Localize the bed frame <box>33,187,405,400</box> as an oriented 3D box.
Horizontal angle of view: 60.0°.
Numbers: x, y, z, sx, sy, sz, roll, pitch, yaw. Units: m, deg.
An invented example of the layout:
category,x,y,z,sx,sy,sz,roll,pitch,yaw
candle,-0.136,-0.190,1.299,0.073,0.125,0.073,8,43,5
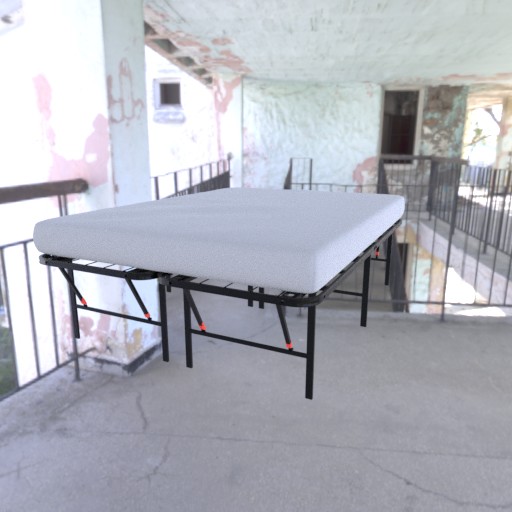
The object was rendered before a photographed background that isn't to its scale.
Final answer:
category,x,y,z,sx,sy,sz,roll,pitch,yaw
bed frame,0.000,0.000,2.588,1.372,0.637,1.905,7,16,26
